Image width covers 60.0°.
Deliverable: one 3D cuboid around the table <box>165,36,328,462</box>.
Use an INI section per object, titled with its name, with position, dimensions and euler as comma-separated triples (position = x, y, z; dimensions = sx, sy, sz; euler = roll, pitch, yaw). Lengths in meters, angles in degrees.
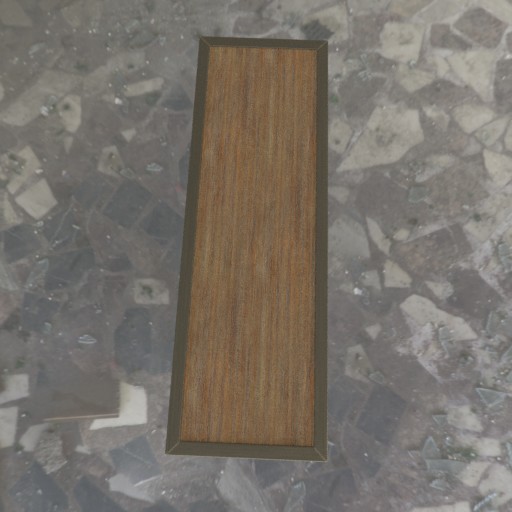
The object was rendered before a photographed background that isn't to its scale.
[table]
position = 0.000, 0.000, 1.602
dimensions = 0.402, 0.753, 1.216
euler = 2, 76, 1
